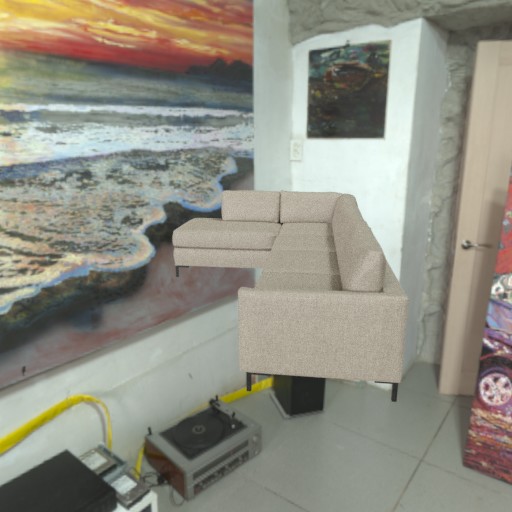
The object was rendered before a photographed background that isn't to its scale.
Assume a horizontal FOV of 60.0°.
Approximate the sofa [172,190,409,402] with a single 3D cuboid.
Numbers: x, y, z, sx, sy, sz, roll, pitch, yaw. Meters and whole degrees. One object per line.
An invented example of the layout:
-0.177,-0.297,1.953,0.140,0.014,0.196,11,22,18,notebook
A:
0.000,0.000,3.145,1.617,0.703,2.423,2,15,7,sofa
